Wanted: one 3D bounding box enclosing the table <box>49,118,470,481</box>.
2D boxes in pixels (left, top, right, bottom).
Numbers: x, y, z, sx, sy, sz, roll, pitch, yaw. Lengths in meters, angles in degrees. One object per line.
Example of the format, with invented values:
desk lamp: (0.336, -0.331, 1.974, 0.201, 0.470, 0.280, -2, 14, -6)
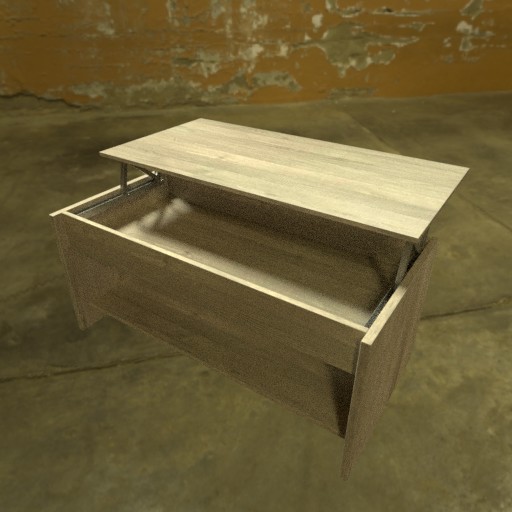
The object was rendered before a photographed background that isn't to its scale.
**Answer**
table: (0.000, 0.000, 1.405, 1.000, 0.570, 0.712, 19, 36, 28)
